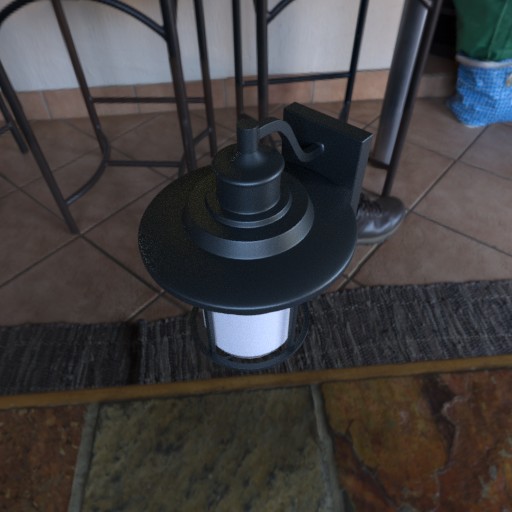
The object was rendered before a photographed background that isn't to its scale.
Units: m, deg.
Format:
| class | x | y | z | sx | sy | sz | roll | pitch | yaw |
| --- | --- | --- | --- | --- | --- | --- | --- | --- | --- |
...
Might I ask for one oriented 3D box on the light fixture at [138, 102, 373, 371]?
| class | x | y | z | sx | sy | sz | roll | pitch | yaw |
| --- | --- | --- | --- | --- | --- | --- | --- | --- | --- |
| light fixture | 0.000 | 0.000 | 0.509 | 0.222 | 0.345 | 0.252 | 33 | 55 | 27 |
